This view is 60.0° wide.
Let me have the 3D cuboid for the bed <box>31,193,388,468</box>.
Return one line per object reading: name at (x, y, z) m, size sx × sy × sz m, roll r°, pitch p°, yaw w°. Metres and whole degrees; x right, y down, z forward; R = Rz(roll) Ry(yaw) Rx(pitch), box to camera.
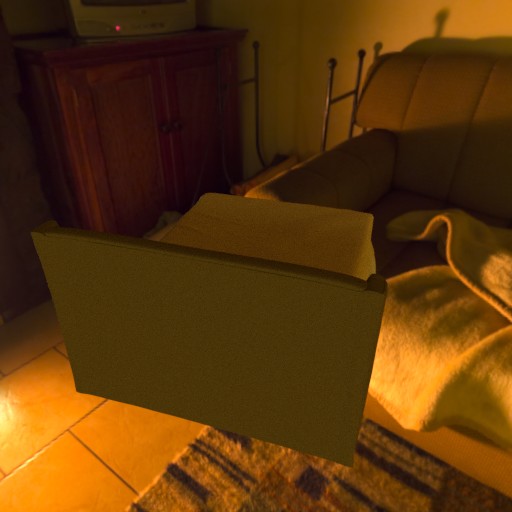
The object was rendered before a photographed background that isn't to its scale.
bed at (0.000, 0.000, 3.431) m, size 1.925 × 1.332 × 2.276 m, roll 9°, pitch 33°, yaw 15°
